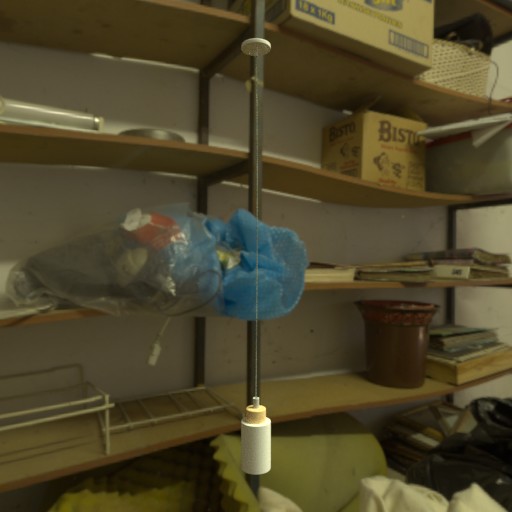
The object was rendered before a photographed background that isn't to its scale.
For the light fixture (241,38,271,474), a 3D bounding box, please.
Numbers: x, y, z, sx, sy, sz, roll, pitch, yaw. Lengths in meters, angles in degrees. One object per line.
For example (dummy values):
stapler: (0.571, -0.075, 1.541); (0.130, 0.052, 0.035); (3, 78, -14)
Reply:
light fixture: (0.000, 0.000, 1.889); (0.125, 1.798, 0.125); (0, 0, 38)
